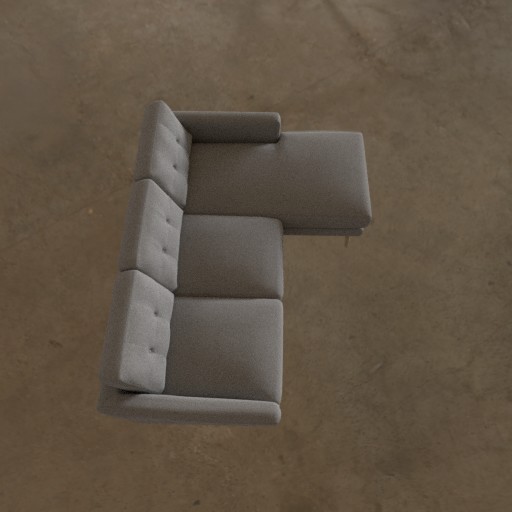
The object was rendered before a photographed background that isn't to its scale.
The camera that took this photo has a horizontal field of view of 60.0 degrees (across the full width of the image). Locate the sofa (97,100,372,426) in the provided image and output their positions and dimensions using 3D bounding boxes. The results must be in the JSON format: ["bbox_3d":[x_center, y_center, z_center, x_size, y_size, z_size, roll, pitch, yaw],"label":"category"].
[{"bbox_3d":[0.000,0.000,2.794,1.530,0.860,2.040,1,64,0],"label":"sofa"}]
